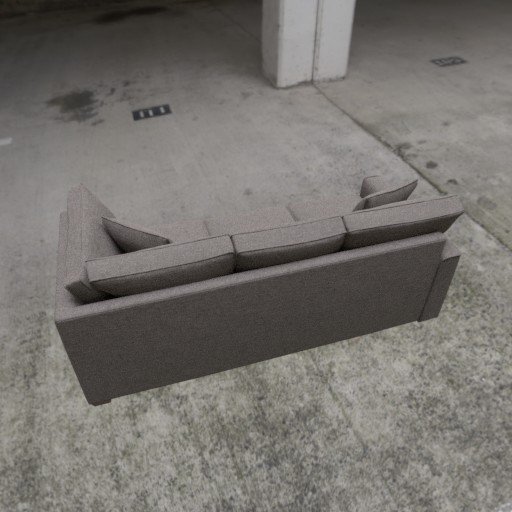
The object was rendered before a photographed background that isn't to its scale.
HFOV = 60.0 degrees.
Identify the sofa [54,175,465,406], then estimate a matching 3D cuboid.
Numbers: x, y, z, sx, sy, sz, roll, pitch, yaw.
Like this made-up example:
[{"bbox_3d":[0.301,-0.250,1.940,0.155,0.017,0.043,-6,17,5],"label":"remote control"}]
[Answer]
[{"bbox_3d":[0.000,0.000,2.894,2.317,0.962,1.061,-11,40,-13],"label":"sofa"}]
